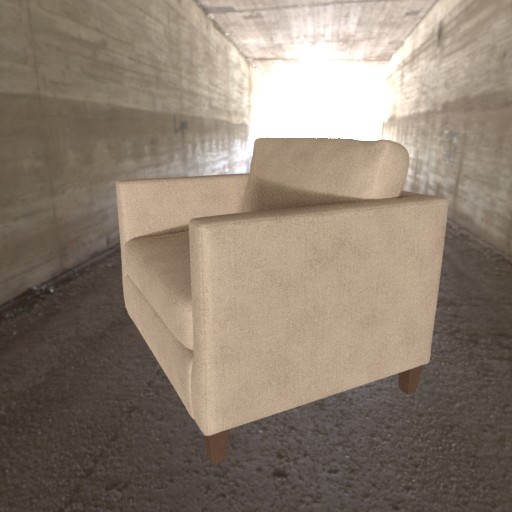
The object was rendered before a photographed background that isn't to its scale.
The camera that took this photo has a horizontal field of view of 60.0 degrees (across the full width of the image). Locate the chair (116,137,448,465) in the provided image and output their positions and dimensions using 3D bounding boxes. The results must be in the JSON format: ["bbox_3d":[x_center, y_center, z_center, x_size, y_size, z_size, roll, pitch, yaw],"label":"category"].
[{"bbox_3d":[0.000,0.000,1.855,0.959,0.961,1.133,-8,18,-26],"label":"chair"}]
